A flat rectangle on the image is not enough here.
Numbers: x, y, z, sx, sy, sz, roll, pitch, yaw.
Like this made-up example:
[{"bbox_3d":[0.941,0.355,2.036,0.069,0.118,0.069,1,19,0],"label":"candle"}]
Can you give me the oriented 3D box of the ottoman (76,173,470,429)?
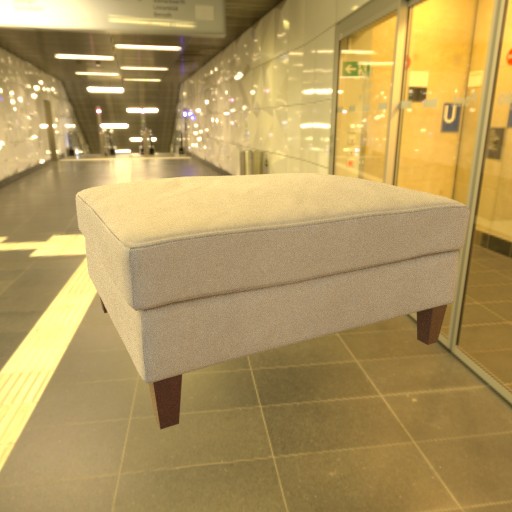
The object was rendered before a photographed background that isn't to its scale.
[{"bbox_3d":[0.000,0.000,1.456,1.002,0.492,0.836,-9,19,-27],"label":"ottoman"}]
